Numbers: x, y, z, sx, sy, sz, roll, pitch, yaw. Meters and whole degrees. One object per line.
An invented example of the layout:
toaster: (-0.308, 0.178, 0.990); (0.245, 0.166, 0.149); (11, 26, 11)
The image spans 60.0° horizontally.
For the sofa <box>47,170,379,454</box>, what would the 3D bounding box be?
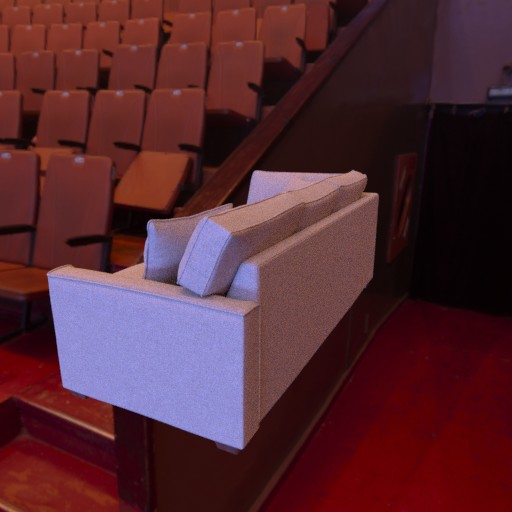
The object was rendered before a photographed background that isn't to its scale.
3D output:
sofa: (0.000, 0.000, 2.808); (1.061, 0.962, 2.317); (8, 18, 26)
